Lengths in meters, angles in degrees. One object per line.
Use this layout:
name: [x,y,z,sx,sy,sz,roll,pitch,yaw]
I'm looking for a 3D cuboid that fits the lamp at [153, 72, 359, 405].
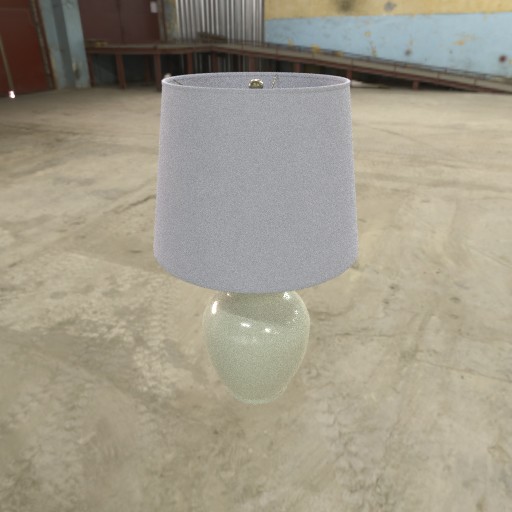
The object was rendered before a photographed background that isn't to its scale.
lamp: [0.000,0.000,0.537,0.239,0.399,0.239,0,26,0]
